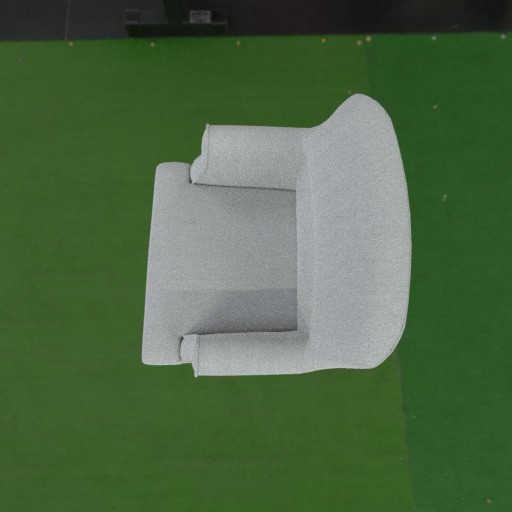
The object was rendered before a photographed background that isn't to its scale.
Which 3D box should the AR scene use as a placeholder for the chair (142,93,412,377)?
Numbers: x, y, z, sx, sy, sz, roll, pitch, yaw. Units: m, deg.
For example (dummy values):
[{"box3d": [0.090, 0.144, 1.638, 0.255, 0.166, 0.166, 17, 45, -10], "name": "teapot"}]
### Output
[{"box3d": [0.000, 0.000, 1.481, 0.750, 0.875, 0.781, 1, 76, 0], "name": "chair"}]
